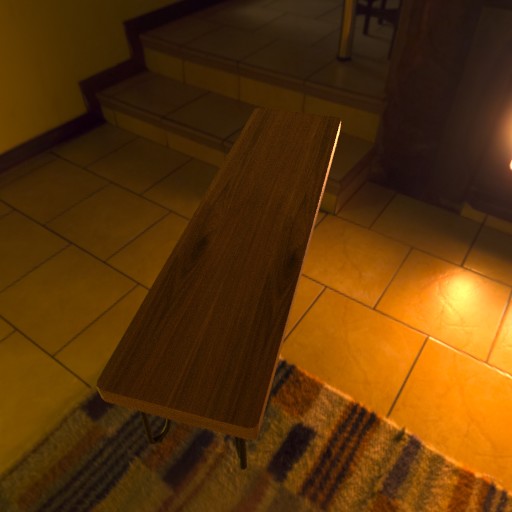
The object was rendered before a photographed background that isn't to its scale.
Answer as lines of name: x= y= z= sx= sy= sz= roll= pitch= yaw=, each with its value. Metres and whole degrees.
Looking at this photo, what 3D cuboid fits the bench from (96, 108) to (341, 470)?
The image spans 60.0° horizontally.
bench: x=0.000 y=0.000 z=1.766 sx=0.425 sy=0.462 sz=1.570 roll=11 pitch=46 yaw=11
